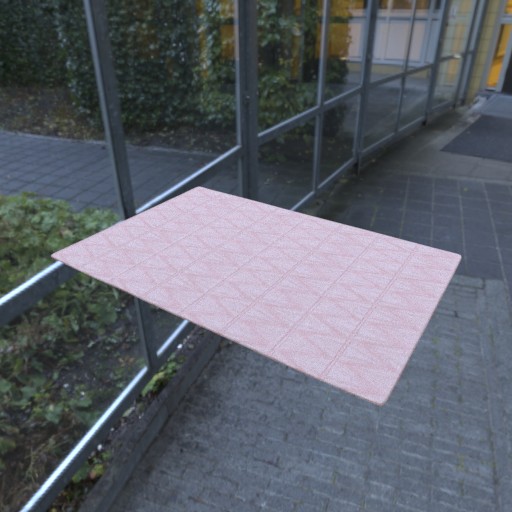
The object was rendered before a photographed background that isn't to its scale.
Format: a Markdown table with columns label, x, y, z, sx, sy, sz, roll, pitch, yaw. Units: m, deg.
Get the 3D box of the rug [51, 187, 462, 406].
| label | x | y | z | sx | sy | sz | roll | pitch | yaw |
| --- | --- | --- | --- | --- | --- | --- | --- | --- | --- |
| rug | 0.000 | 0.000 | 3.071 | 2.390 | 0.015 | 1.609 | 18 | 35 | 29 |
